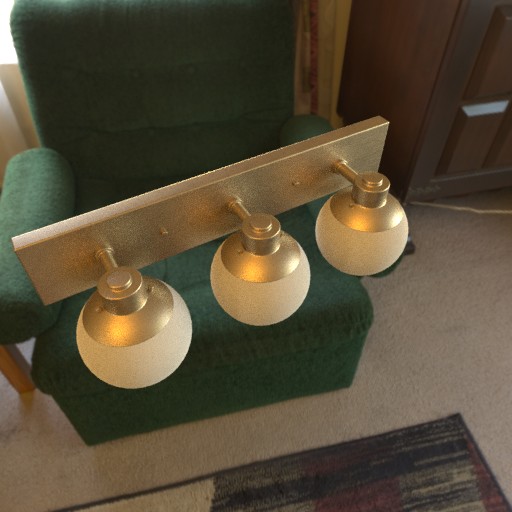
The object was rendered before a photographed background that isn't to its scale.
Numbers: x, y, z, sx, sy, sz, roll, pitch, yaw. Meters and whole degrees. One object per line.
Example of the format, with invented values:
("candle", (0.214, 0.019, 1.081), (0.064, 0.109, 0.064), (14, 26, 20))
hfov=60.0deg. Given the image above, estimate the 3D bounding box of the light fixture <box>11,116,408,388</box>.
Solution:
("light fixture", (0.000, 0.000, 0.816), (0.721, 0.263, 0.218), (-23, 50, -21))
